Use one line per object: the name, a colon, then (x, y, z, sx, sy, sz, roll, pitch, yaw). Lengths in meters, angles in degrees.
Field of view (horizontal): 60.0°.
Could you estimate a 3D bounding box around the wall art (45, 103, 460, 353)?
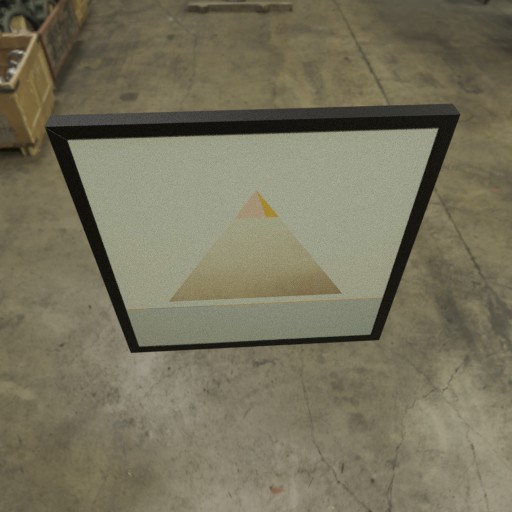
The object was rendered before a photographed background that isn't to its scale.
wall art: (0.000, 0.000, 1.108, 0.769, 0.766, 0.042, -2, 46, -2)
